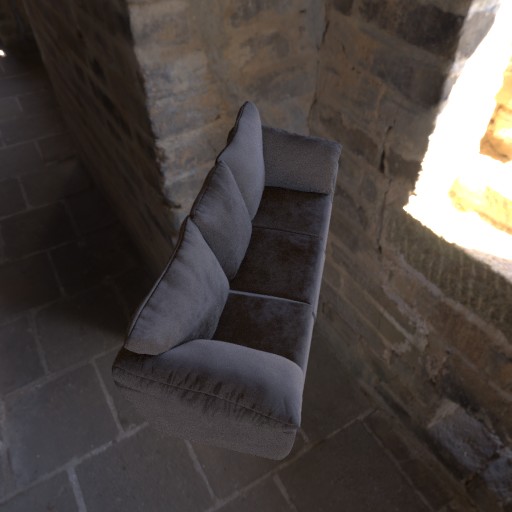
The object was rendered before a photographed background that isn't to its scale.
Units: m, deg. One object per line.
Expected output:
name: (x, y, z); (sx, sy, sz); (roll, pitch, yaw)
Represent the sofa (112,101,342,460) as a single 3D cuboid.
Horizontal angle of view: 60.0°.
sofa: (0.000, 0.000, 2.849); (0.878, 1.073, 2.336); (9, 46, 9)
